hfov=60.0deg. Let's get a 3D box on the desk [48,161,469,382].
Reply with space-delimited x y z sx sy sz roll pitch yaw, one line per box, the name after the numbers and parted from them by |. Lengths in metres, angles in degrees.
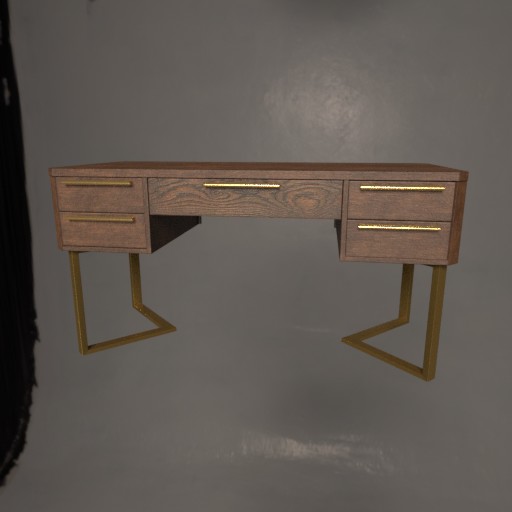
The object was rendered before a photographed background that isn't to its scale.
0.000 0.000 1.904 1.479 0.762 0.684 2 14 8 | desk
